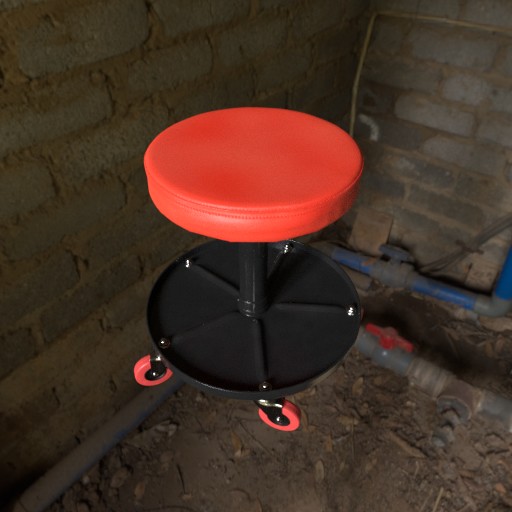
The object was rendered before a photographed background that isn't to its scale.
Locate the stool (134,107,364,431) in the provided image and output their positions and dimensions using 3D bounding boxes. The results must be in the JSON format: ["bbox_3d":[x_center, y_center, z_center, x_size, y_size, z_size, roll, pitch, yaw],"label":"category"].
[{"bbox_3d":[0.000,0.000,0.675,0.381,0.365,0.382,0,41,0],"label":"stool"}]
